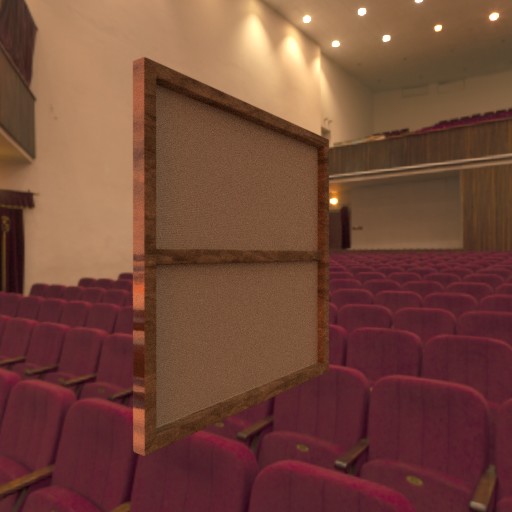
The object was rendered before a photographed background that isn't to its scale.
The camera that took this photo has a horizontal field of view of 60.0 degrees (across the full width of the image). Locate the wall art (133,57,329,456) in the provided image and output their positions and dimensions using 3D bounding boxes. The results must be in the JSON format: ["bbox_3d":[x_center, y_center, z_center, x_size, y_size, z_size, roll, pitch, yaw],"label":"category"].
[{"bbox_3d":[0.000,0.000,1.135,0.035,0.747,0.747,0,0,36],"label":"wall art"}]
